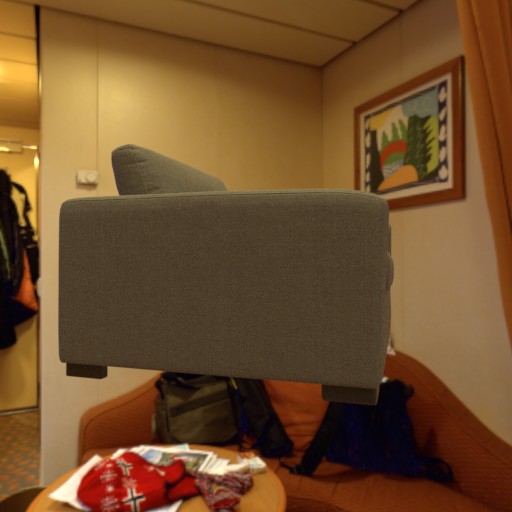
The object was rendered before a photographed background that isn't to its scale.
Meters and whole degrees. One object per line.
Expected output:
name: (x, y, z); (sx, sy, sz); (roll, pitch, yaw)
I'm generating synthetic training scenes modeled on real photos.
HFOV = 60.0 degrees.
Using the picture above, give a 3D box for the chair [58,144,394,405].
chair: (0.000, 0.000, 1.865); (1.100, 0.847, 1.070); (0, -1, 18)
